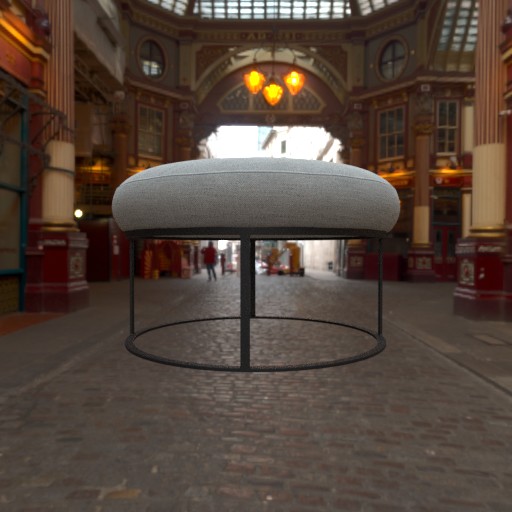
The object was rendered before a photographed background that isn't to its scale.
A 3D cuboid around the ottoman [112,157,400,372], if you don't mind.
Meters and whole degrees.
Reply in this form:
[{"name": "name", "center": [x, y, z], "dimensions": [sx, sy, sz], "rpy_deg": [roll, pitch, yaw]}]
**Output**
[{"name": "ottoman", "center": [0.000, 0.000, 1.246], "dimensions": [0.769, 0.459, 0.769], "rpy_deg": [0, 1, 0]}]
